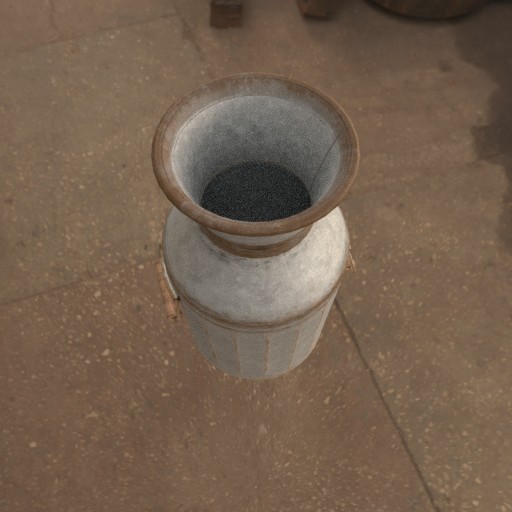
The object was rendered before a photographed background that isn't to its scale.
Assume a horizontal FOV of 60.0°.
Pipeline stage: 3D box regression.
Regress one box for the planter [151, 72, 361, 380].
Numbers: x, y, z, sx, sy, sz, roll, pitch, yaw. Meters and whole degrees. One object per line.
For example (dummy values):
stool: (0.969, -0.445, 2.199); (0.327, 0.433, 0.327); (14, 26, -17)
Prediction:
planter: (0.000, 0.000, 0.535); (0.245, 0.396, 0.214); (-16, 64, -8)
